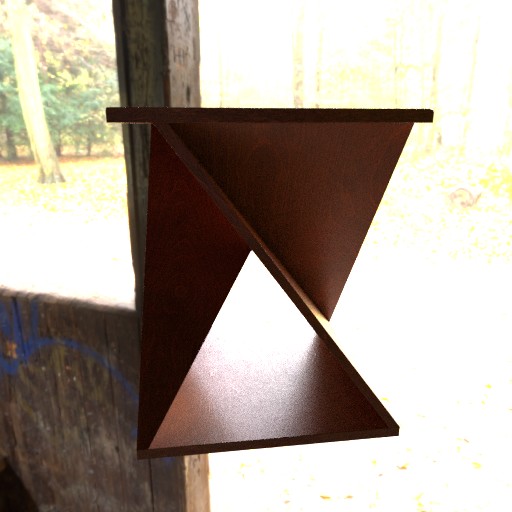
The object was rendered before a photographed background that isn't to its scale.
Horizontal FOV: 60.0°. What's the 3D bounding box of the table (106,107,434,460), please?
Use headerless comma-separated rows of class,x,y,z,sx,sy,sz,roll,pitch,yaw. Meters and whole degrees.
table,0.000,0.000,0.844,0.427,0.520,0.427,-2,17,-7
